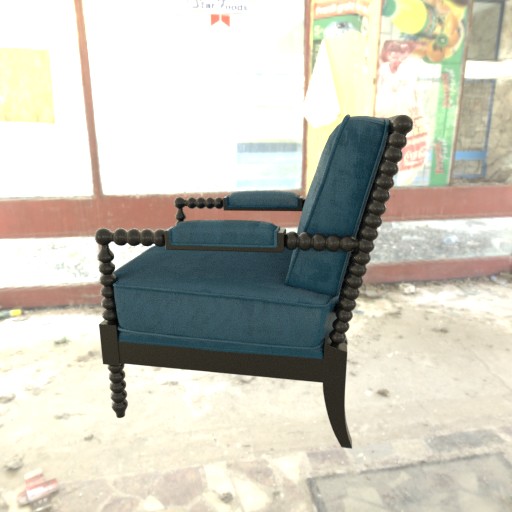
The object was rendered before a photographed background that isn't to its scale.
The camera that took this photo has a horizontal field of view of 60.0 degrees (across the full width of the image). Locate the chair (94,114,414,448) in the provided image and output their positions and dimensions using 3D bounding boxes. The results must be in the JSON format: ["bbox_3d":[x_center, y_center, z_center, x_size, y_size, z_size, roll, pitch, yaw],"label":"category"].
[{"bbox_3d":[0.000,0.000,1.423,0.805,0.857,0.688,3,16,10],"label":"chair"}]
